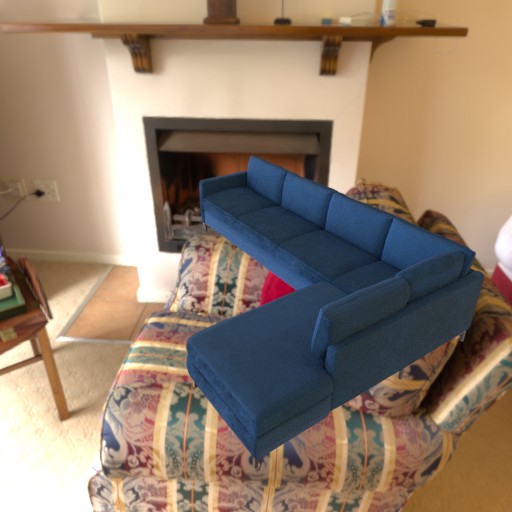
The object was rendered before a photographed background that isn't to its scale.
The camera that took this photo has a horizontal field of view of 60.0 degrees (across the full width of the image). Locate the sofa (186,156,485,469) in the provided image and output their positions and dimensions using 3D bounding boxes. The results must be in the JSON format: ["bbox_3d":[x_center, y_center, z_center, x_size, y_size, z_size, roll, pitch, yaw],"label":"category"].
[{"bbox_3d":[0.000,0.000,3.204,1.707,0.687,2.486,-18,34,-29],"label":"sofa"}]
